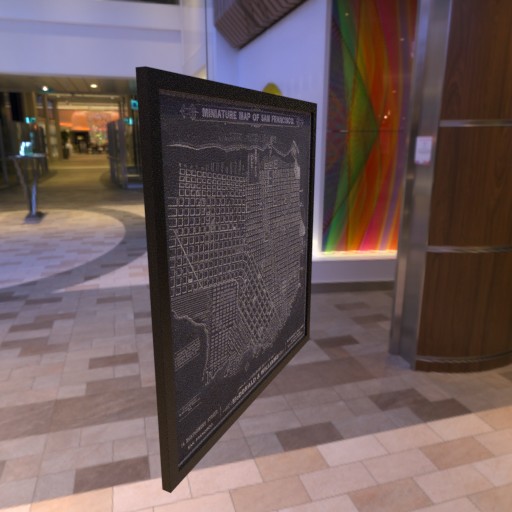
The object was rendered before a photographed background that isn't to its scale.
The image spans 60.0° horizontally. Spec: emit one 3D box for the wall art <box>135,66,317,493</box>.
[{"bbox_3d":[0.000,0.000,1.153,0.022,0.807,0.807,7,16,26],"label":"wall art"}]
